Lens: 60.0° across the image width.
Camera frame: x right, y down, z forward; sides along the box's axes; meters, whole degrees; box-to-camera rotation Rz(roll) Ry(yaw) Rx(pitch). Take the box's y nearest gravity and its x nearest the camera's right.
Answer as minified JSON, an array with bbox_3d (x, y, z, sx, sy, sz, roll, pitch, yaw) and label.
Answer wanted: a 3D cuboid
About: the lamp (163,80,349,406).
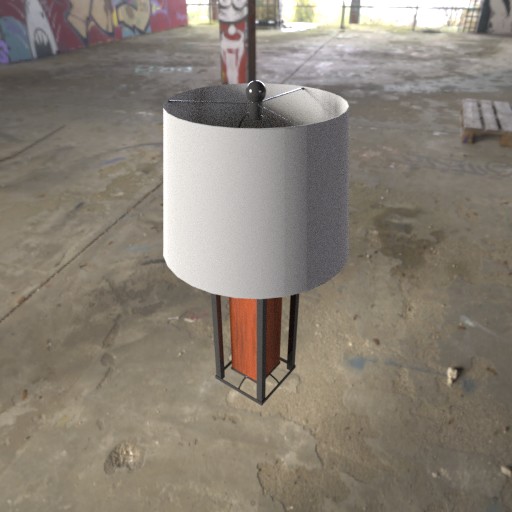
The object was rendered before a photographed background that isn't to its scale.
[{"bbox_3d":[0.000,0.000,0.789,0.320,0.591,0.320,0,32,0],"label":"lamp"}]
